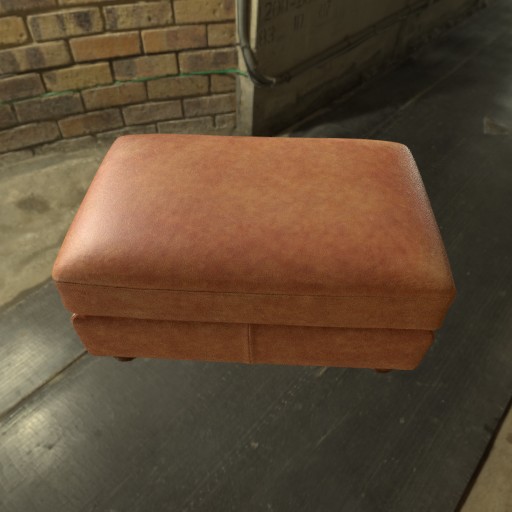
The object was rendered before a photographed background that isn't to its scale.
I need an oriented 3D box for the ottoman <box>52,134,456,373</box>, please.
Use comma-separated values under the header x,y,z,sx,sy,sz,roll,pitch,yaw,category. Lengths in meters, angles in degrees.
x,y,z,sx,sy,sz,roll,pitch,yaw,category
0.000,0.000,1.198,0.852,0.507,0.565,2,47,2,ottoman
